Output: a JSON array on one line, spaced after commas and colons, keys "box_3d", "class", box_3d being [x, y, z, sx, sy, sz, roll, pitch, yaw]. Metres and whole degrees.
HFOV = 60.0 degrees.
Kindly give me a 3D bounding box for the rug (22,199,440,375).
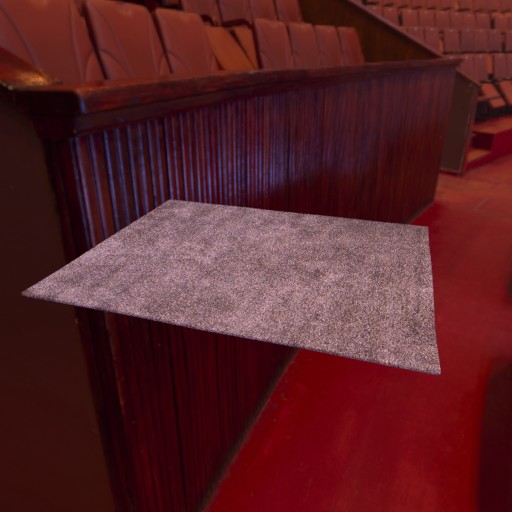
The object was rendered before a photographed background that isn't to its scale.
[{"box_3d": [0.000, 0.000, 4.003, 3.000, 0.025, 2.401, 8, 26, 16], "class": "rug"}]
